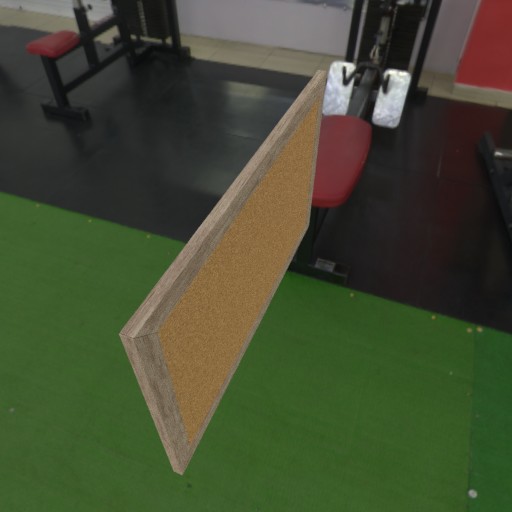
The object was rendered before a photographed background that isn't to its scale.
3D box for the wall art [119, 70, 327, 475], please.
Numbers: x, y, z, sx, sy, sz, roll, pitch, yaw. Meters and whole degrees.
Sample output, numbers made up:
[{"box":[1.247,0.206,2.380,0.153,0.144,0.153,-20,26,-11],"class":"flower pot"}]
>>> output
[{"box":[0.000,0.000,0.941,0.021,0.480,0.780,17,49,16],"class":"wall art"}]
